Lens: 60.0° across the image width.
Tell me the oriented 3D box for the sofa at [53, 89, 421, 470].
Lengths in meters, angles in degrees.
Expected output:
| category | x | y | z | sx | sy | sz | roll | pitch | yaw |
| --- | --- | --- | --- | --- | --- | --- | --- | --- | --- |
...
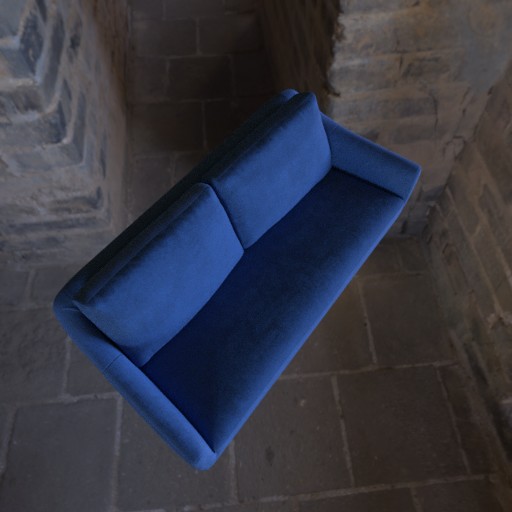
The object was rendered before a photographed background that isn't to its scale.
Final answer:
| category | x | y | z | sx | sy | sz | roll | pitch | yaw |
| --- | --- | --- | --- | --- | --- | --- | --- | --- | --- |
| sofa | 0.000 | 0.000 | 2.477 | 0.960 | 0.903 | 2.036 | 33 | 65 | 18 |
